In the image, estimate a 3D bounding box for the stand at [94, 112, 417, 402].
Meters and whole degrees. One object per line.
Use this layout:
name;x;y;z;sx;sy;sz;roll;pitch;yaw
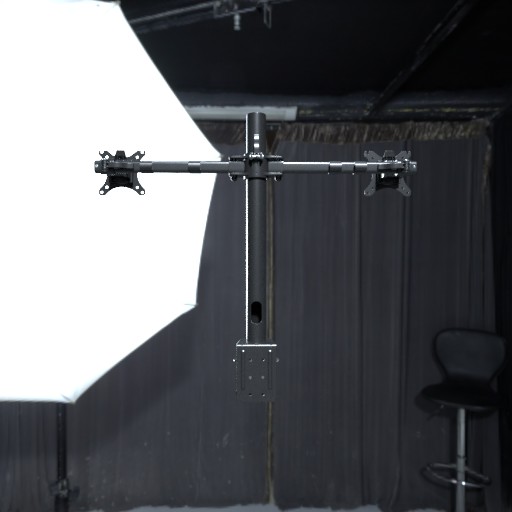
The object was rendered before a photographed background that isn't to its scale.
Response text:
stand;0.000;0.000;0.980;0.743;0.603;0.150;0;0;-1
